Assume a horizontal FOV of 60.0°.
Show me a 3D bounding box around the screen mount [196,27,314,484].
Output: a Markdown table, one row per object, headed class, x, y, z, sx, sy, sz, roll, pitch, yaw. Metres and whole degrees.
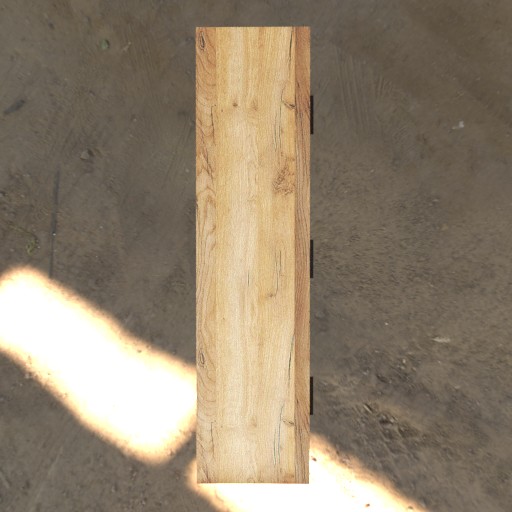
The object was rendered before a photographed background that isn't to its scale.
| class | x | y | z | sx | sy | sz | roll | pitch | yaw |
| --- | --- | --- | --- | --- | --- | --- | --- | --- | --- |
| screen mount | 0.000 | 0.000 | 1.703 | 0.395 | 0.450 | 1.524 | 0 | 91 | 1 |
